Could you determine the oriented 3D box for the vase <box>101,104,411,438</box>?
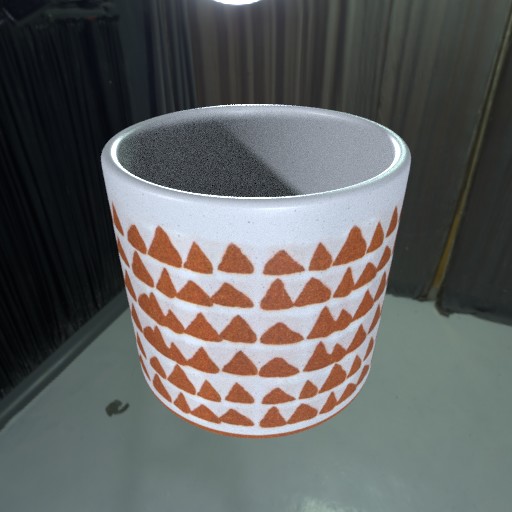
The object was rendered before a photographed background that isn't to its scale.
[{"bbox_3d":[0.000,0.000,0.236,0.137,0.127,0.137,0,32,0],"label":"vase"}]
